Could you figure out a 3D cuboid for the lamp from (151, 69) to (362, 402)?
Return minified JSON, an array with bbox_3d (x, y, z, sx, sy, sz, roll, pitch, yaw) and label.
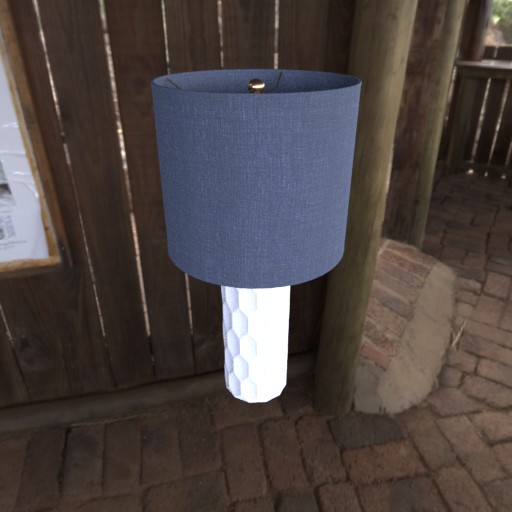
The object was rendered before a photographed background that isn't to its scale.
[{"bbox_3d":[0.000,0.000,0.718,0.277,0.537,0.277,-17,32,-29],"label":"lamp"}]
